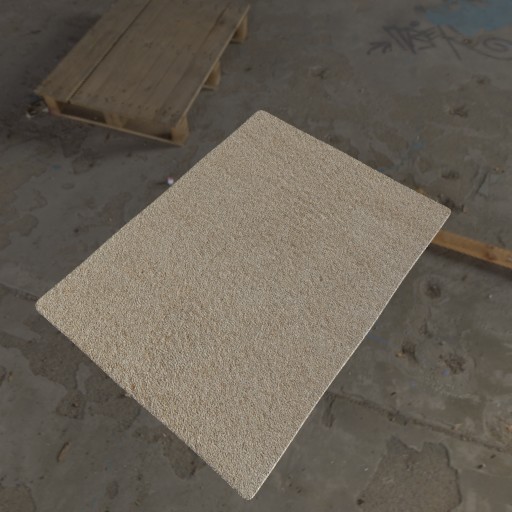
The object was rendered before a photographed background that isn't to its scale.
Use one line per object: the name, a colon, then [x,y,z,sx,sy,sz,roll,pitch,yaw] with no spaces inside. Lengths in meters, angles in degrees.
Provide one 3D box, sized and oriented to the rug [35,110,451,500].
rug: [0.000,0.000,2.051,1.200,0.027,1.600,34,64,19]
